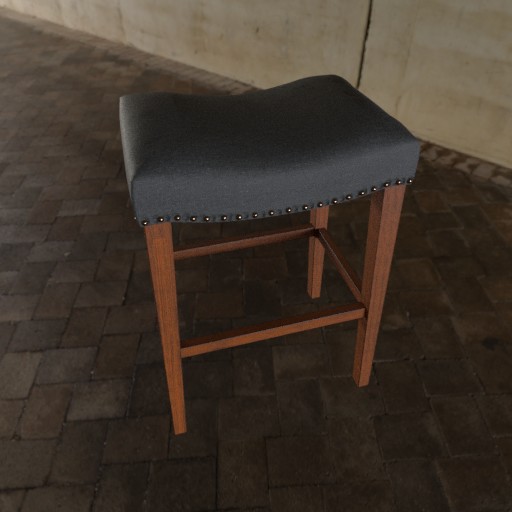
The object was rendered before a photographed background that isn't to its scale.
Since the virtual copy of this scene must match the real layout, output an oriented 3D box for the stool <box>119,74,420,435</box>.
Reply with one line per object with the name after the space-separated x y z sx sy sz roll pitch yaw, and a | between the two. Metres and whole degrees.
0.000 0.000 0.882 0.439 0.612 0.320 -10 41 -12 | stool
